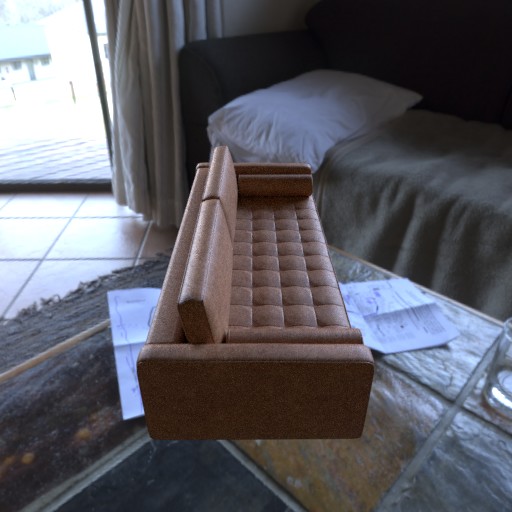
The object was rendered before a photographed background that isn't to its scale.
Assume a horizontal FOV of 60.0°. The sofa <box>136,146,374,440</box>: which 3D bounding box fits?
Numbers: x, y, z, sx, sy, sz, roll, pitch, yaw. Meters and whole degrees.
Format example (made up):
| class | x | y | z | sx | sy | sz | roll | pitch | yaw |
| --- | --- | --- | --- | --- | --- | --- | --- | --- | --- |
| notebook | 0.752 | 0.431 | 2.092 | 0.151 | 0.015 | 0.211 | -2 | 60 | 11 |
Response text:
| class | x | y | z | sx | sy | sz | roll | pitch | yaw |
| --- | --- | --- | --- | --- | --- | --- | --- | --- | --- |
| sofa | 0.000 | 0.000 | 2.655 | 0.919 | 0.770 | 2.200 | 0 | 31 | 0 |
